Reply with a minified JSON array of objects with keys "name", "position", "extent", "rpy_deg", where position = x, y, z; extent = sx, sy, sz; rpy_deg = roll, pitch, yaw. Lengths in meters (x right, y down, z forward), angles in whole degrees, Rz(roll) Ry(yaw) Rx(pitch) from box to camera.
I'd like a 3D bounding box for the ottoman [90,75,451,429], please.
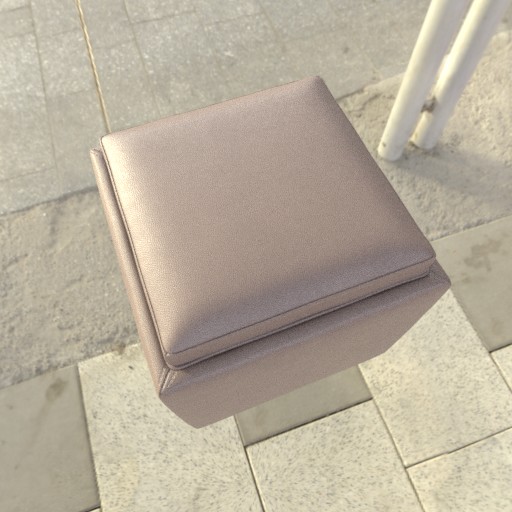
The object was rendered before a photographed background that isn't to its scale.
[{"name":"ottoman","position":[0.000,0.000,0.823],"extent":[0.451,0.460,0.450],"rpy_deg":[-19,64,-10]}]
